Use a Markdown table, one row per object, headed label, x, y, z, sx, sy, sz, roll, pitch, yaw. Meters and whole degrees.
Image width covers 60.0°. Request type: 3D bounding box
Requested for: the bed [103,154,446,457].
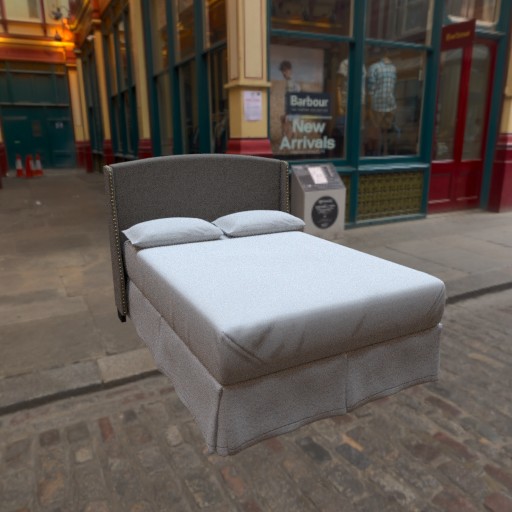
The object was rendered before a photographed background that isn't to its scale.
| label | x | y | z | sx | sy | sz | roll | pitch | yaw |
| --- | --- | --- | --- | --- | --- | --- | --- | --- | --- |
| bed | 0.000 | 0.000 | 3.307 | 1.710 | 1.407 | 2.237 | -8 | 17 | -27 |
